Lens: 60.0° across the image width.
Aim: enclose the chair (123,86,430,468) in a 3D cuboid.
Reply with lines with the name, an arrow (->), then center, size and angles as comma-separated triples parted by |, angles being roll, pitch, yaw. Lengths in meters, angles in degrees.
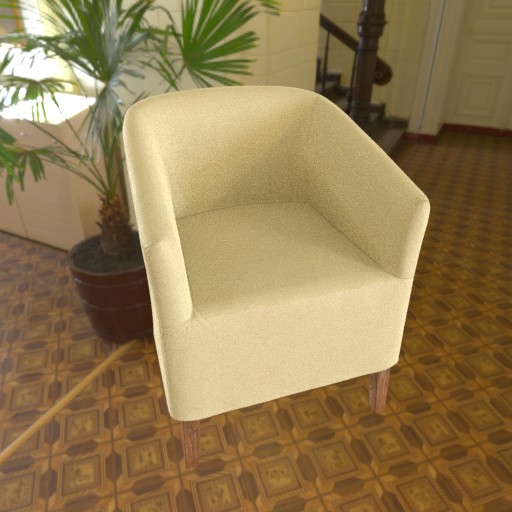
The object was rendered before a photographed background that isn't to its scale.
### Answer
chair -> 0.000, 0.000, 1.277 | 0.643, 0.822, 0.657 | -10, 32, -16
